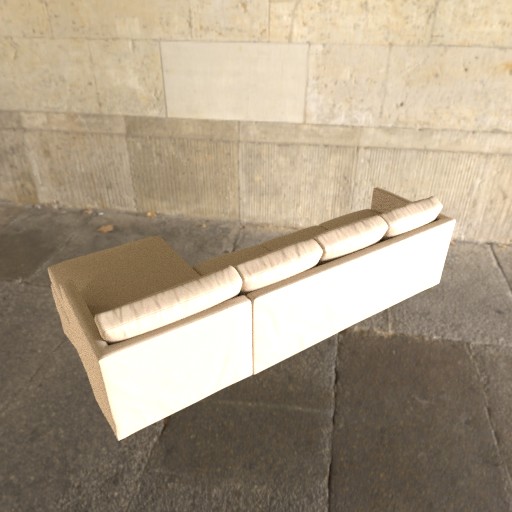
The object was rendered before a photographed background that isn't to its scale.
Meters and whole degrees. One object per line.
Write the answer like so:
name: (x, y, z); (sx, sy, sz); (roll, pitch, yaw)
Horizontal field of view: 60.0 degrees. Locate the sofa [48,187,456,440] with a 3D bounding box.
sofa: (0.000, 0.000, 3.868); (3.206, 0.871, 1.622); (-19, 36, -28)
